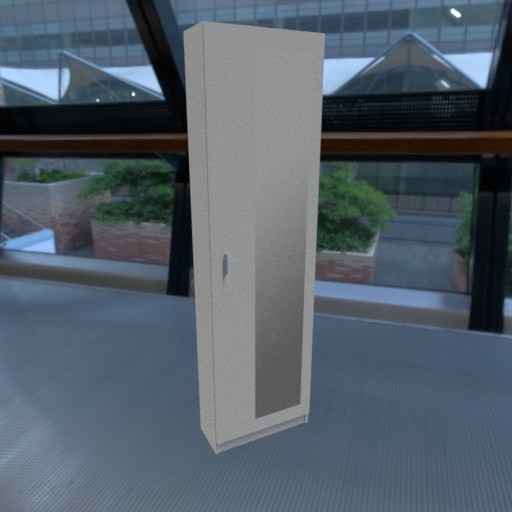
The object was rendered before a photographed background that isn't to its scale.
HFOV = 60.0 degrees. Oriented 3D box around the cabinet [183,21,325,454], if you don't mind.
[{"bbox_3d":[0.000,0.000,1.956,0.500,1.790,0.230,-9,19,-26],"label":"cabinet"}]
